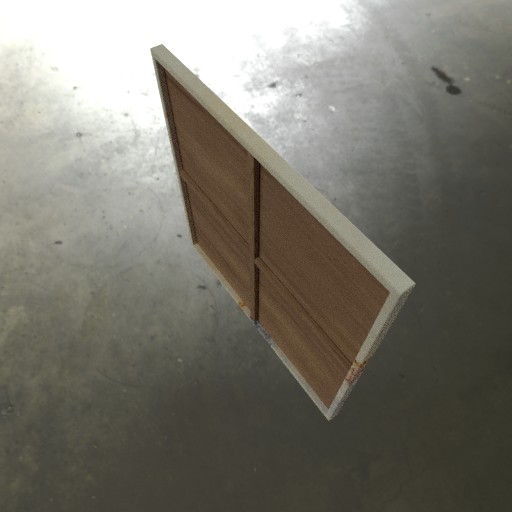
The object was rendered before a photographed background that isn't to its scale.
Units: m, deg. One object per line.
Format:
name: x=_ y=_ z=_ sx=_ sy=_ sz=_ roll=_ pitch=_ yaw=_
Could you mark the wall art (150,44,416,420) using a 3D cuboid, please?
wall art: x=0.000 y=0.000 z=1.322 sx=0.038 sy=0.889 sz=0.889 roll=-31 pitch=62 yaw=-19
